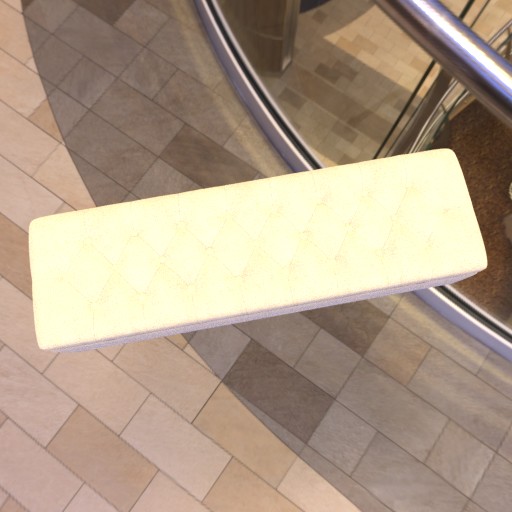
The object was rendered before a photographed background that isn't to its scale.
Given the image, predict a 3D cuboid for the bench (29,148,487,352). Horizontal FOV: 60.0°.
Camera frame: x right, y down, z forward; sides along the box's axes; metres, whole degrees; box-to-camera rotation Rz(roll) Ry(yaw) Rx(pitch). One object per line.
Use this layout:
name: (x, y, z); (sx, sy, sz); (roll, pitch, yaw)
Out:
bench: (0.000, 0.000, 1.661); (1.480, 0.467, 0.455); (-10, 78, -2)
